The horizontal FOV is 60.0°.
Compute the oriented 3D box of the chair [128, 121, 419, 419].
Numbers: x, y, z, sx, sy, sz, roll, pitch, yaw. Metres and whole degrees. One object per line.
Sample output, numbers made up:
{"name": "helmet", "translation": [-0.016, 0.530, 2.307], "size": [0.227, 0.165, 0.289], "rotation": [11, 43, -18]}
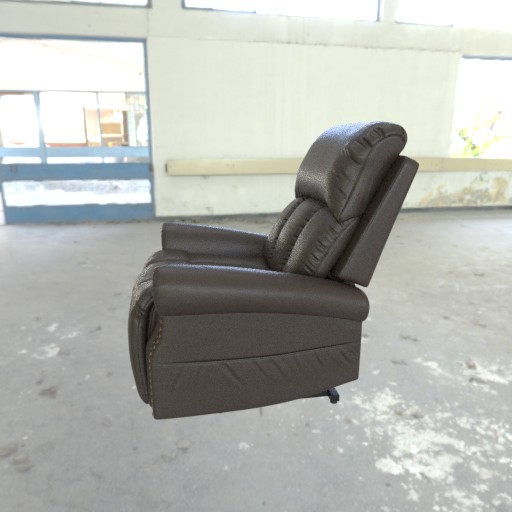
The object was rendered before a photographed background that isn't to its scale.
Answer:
{"name": "chair", "translation": [0.000, 0.000, 1.779], "size": [0.978, 1.028, 0.869], "rotation": [-2, 15, -9]}
